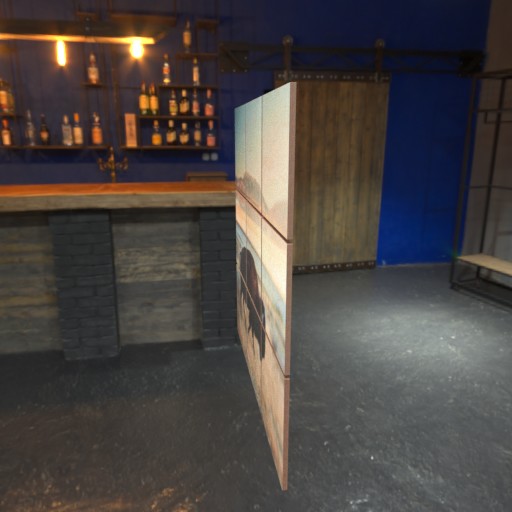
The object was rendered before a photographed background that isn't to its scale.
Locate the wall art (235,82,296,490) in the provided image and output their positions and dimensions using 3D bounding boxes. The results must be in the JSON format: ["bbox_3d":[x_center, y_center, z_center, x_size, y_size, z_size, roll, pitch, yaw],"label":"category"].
[{"bbox_3d":[0.000,0.000,1.361,0.018,0.904,0.906,-2,16,-9],"label":"wall art"}]
